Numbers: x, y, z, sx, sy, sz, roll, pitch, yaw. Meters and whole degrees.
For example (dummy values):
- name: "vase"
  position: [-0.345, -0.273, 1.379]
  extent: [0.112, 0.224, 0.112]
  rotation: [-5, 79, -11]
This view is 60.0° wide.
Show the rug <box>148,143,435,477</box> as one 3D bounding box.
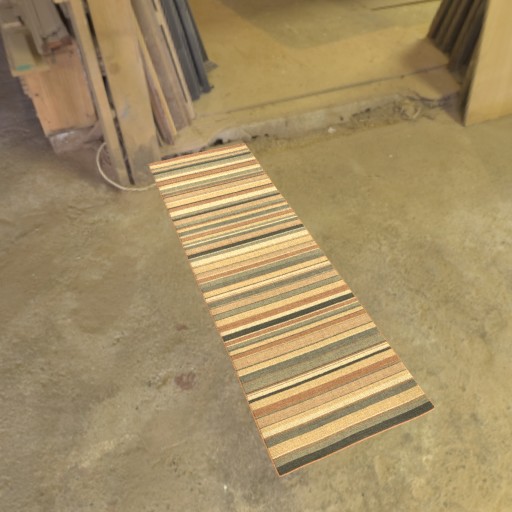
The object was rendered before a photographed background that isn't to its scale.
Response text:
- name: "rug"
  position: [0.000, 0.000, 2.723]
  extent: [0.799, 0.010, 2.444]
  rotation: [-16, 48, -15]
